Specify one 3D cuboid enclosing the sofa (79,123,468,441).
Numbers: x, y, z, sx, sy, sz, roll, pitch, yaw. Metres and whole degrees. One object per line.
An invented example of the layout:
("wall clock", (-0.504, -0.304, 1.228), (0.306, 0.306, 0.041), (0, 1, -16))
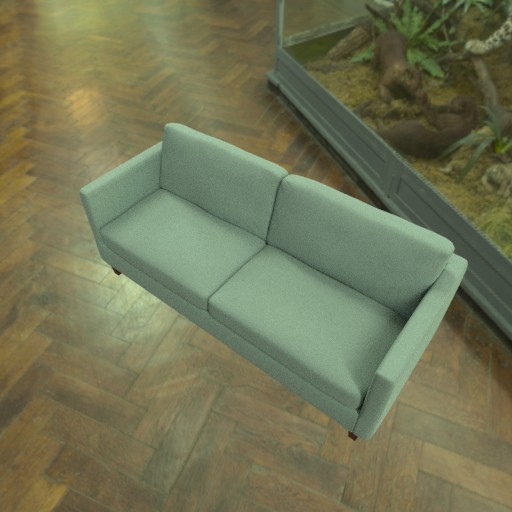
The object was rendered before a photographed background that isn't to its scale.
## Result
("sofa", (0.000, 0.000, 2.786), (2.208, 0.965, 0.951), (29, 53, 25))
